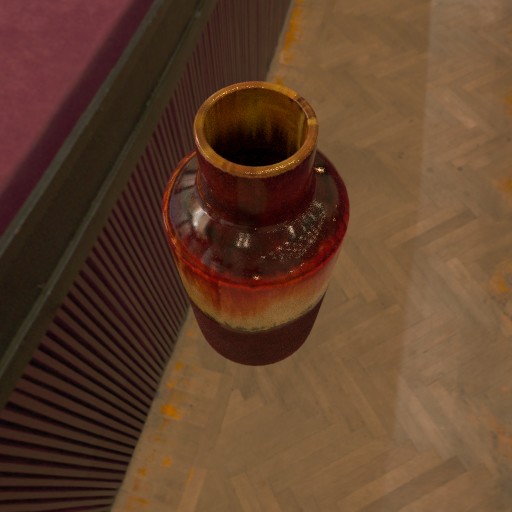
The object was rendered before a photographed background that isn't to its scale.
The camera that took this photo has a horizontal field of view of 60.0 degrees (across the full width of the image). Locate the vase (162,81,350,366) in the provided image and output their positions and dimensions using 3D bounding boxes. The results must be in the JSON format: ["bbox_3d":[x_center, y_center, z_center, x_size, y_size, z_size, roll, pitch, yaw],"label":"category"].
[{"bbox_3d":[0.000,0.000,0.318,0.111,0.261,0.111,0,63,0],"label":"vase"}]
